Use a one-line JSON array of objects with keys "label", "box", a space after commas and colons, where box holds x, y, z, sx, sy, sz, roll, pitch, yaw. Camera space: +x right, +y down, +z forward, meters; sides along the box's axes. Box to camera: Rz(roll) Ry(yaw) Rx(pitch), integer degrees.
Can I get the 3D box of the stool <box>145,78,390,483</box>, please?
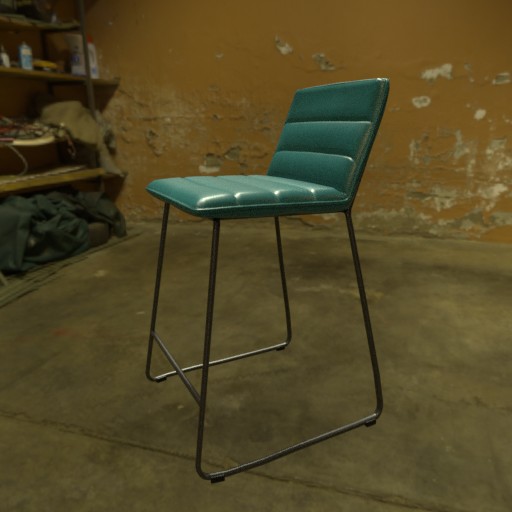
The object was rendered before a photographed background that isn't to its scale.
[{"label": "stool", "box": [0.000, 0.000, 1.160, 0.524, 0.866, 0.489, -8, 18, -26]}]
